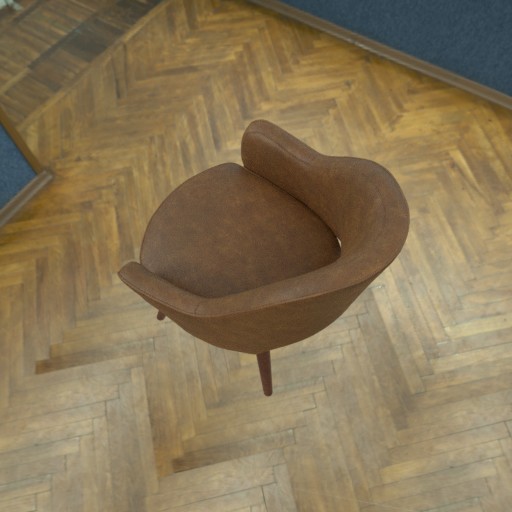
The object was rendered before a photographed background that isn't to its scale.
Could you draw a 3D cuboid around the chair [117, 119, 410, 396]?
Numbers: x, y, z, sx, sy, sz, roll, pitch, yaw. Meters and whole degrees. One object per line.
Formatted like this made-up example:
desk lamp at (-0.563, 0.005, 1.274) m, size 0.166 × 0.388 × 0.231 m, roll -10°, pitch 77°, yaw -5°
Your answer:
chair at (0.000, 0.000, 1.224) m, size 0.640 × 0.777 × 0.591 m, roll 31°, pitch 67°, yaw 15°
